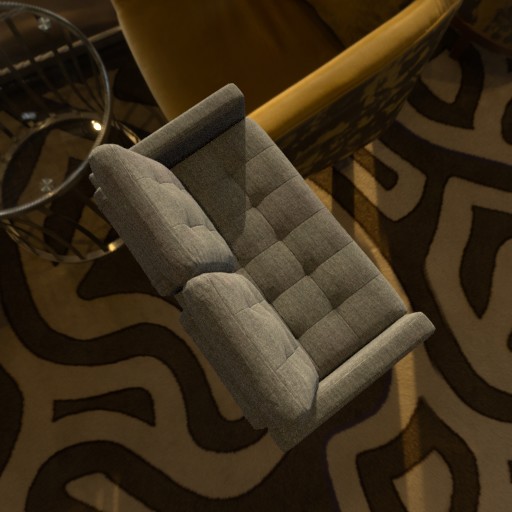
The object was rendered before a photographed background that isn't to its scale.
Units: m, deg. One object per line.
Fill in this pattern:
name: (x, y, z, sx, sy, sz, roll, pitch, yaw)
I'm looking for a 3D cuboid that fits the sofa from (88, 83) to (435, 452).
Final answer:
sofa: (0.000, 0.000, 1.960, 0.842, 0.907, 1.407, -36, 80, -7)
